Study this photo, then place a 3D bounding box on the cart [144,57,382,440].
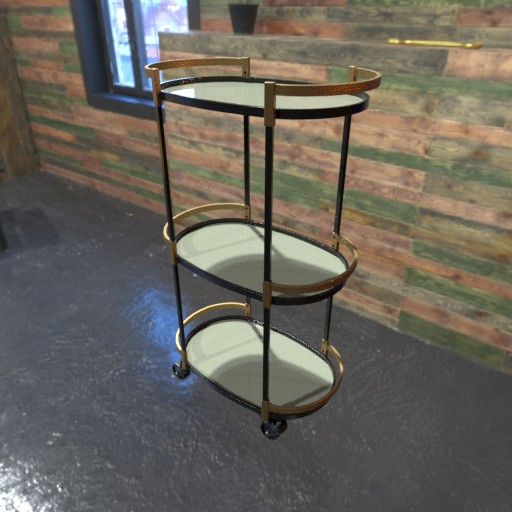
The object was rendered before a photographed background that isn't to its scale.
[{"bbox_3d":[0.000,0.000,1.123,0.515,0.885,0.311,21,36,33],"label":"cart"}]
